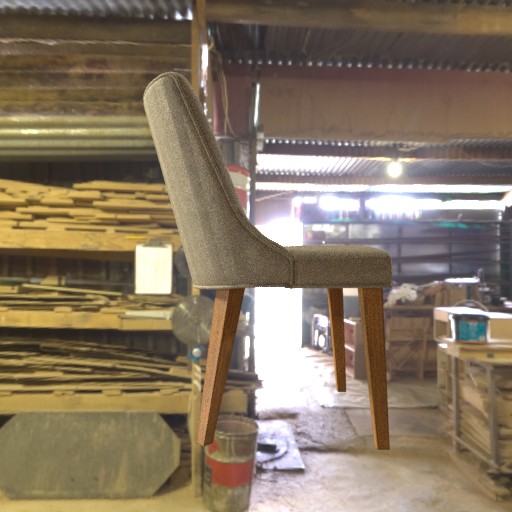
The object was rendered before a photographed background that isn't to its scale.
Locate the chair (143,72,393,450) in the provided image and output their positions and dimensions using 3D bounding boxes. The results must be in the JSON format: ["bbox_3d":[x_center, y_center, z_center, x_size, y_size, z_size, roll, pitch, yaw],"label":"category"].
[{"bbox_3d":[0.000,0.000,1.293,0.636,0.916,0.548,0,-1,-1],"label":"chair"}]
